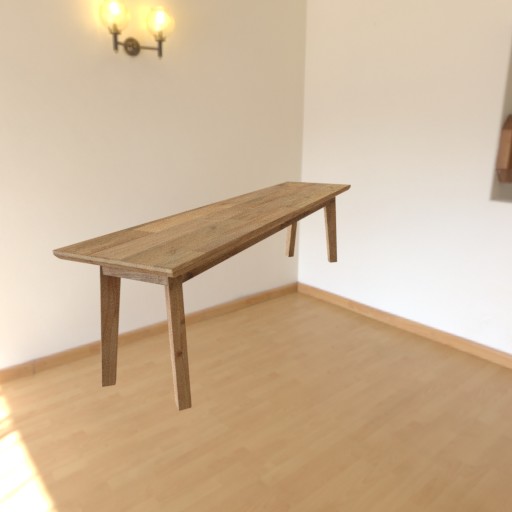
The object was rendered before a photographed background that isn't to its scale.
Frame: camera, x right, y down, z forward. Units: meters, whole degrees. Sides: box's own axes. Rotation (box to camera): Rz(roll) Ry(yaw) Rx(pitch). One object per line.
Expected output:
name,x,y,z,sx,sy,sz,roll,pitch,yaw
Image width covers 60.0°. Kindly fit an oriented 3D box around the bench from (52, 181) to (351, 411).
bench,0.000,0.000,1.873,0.378,0.431,1.698,7,18,24
